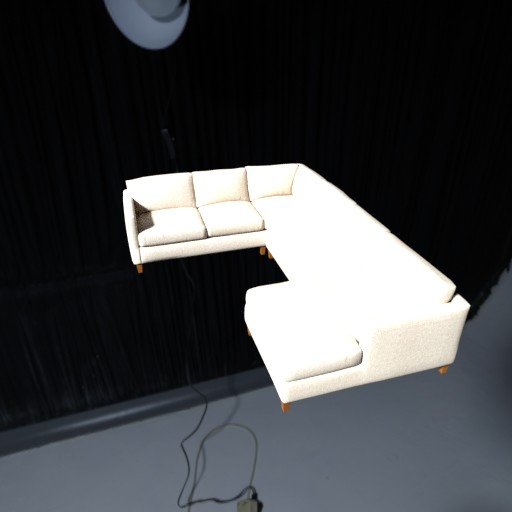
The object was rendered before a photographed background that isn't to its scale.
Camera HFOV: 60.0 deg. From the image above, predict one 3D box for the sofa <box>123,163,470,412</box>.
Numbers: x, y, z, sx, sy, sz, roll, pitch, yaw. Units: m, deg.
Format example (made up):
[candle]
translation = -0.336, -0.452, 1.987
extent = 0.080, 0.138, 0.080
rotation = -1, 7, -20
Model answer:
[sofa]
translation = 0.000, 0.000, 4.742
extent = 2.594, 0.961, 3.460
rotation = -8, 31, -15
